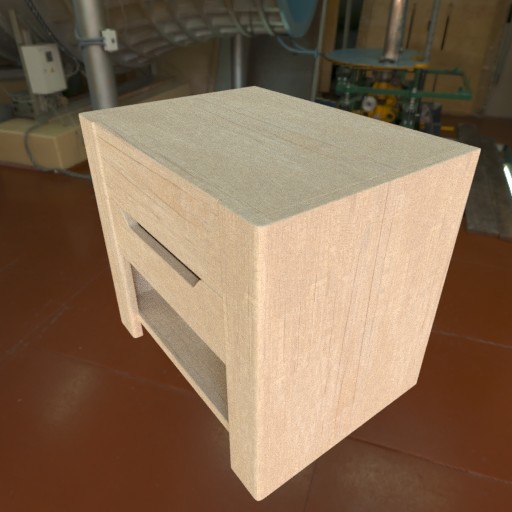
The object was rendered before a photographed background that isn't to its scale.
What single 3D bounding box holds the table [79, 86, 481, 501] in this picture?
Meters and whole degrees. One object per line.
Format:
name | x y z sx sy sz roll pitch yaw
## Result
table | 0.000 0.000 0.887 0.420 0.510 0.570 -22 38 -31
